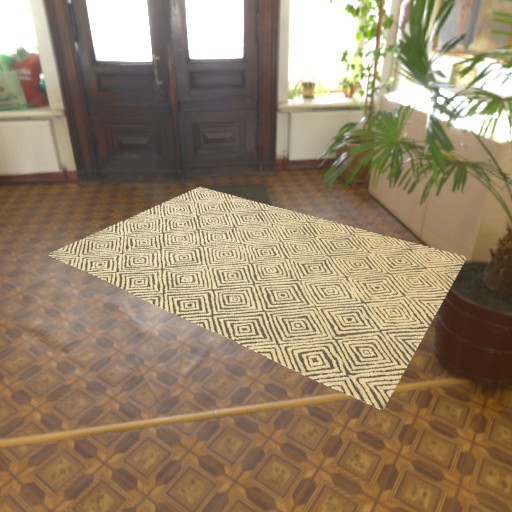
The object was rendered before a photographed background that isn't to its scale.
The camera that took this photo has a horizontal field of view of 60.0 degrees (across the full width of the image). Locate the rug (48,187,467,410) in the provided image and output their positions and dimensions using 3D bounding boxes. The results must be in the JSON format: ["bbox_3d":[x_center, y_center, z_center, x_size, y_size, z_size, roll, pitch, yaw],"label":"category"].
[{"bbox_3d":[0.000,0.000,2.222,1.750,0.004,1.177,19,34,30],"label":"rug"}]
